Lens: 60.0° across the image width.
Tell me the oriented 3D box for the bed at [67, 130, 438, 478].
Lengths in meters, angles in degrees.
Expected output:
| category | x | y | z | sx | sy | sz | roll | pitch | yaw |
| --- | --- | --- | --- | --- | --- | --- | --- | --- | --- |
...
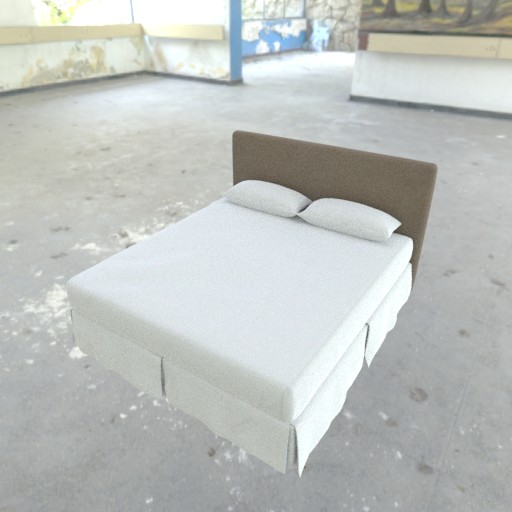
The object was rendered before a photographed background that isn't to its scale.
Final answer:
| category | x | y | z | sx | sy | sz | roll | pitch | yaw |
| --- | --- | --- | --- | --- | --- | --- | --- | --- | --- |
| bed | 0.000 | 0.000 | 3.603 | 2.119 | 1.317 | 2.341 | 18 | 34 | 29 |
